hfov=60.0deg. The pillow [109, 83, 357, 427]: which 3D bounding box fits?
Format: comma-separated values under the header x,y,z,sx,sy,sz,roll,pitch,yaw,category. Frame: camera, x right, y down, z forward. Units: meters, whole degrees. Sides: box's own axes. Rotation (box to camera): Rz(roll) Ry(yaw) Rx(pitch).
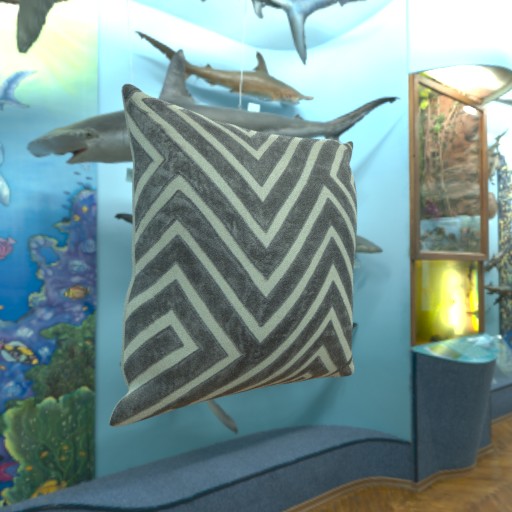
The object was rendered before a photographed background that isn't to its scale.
x,y,z,sx,sy,sz,roll,pitch,yaw,category
0.000,0.000,0.684,0.440,0.441,0.182,1,-2,-35,pillow
